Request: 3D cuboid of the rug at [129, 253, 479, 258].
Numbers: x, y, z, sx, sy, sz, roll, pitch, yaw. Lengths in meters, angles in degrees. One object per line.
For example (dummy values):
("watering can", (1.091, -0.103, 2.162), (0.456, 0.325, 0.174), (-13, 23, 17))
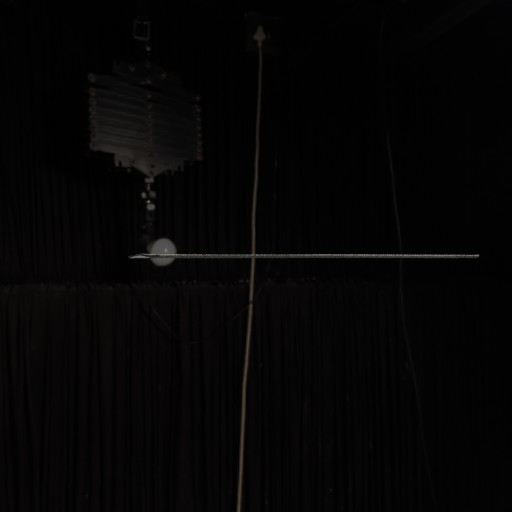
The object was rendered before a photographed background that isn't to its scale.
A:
("rug", (0.000, 0.000, 5.392), (2.802, 0.052, 4.078), (0, 0, -19))
